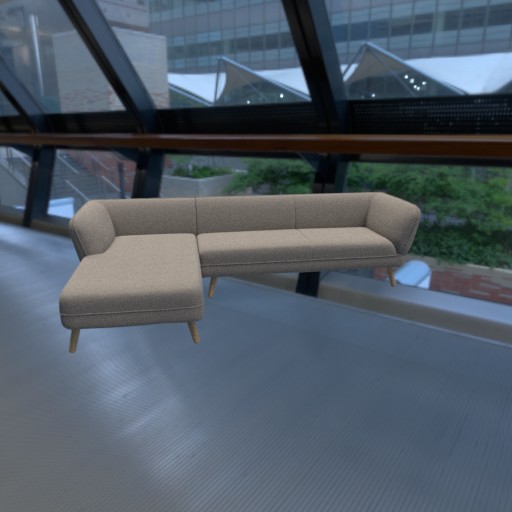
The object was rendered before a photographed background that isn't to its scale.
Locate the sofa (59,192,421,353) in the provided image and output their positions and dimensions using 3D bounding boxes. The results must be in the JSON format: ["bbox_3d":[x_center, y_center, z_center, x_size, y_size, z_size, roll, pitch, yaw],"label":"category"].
[{"bbox_3d":[0.000,0.000,3.347,2.653,0.693,1.532,-3,17,-9],"label":"sofa"}]
